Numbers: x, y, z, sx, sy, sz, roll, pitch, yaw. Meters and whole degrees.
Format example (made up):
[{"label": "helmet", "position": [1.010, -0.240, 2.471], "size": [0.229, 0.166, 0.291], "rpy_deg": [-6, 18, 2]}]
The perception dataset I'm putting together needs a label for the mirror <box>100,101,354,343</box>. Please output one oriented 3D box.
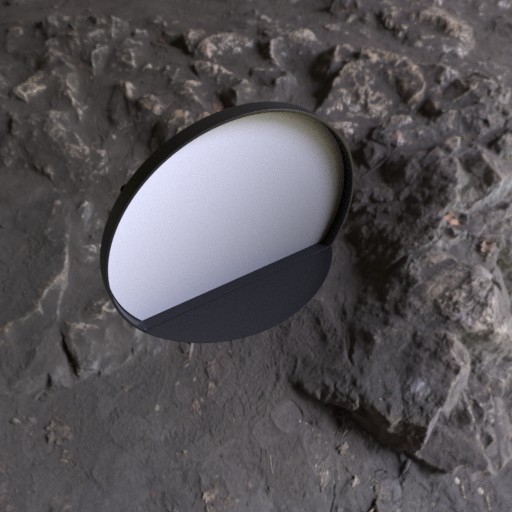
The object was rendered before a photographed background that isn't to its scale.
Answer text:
[{"label": "mirror", "position": [0.000, 0.000, 0.712], "size": [0.457, 0.457, 0.133], "rpy_deg": [-23, 51, -21]}]
